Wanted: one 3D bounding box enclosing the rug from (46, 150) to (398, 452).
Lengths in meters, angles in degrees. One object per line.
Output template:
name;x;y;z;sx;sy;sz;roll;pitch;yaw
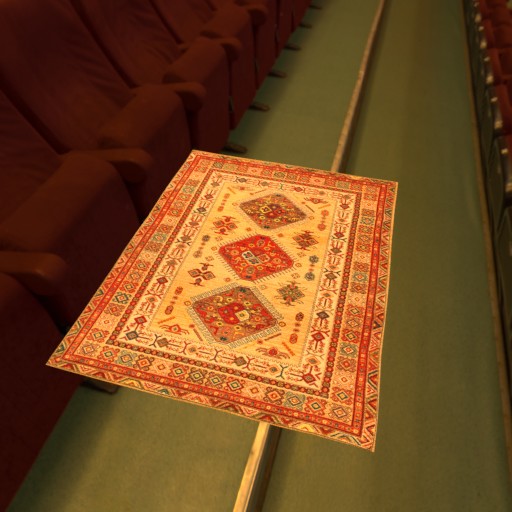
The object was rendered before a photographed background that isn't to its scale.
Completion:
rug;0.000;0.000;4.157;2.460;0.005;3.067;11;47;11
